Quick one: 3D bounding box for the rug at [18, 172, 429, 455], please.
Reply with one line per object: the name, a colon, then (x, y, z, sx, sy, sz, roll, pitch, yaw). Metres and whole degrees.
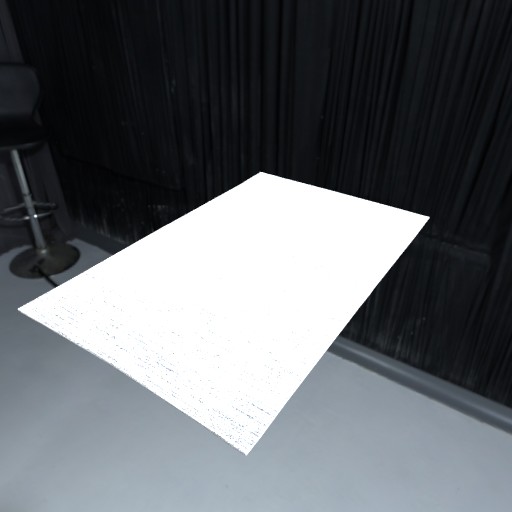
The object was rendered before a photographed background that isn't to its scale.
rug: (0.000, 0.000, 2.148, 1.149, 0.021, 1.773, 21, 38, 29)
